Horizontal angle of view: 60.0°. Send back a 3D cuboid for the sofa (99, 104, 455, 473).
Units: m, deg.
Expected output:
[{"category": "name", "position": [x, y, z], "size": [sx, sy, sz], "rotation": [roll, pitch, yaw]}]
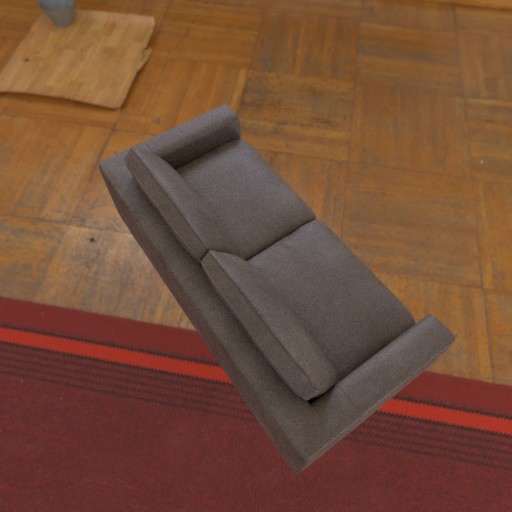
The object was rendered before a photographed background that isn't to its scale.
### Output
[{"category": "sofa", "position": [0.000, 0.000, 2.808], "size": [1.070, 0.801, 2.262], "rotation": [-31, 64, -17]}]
